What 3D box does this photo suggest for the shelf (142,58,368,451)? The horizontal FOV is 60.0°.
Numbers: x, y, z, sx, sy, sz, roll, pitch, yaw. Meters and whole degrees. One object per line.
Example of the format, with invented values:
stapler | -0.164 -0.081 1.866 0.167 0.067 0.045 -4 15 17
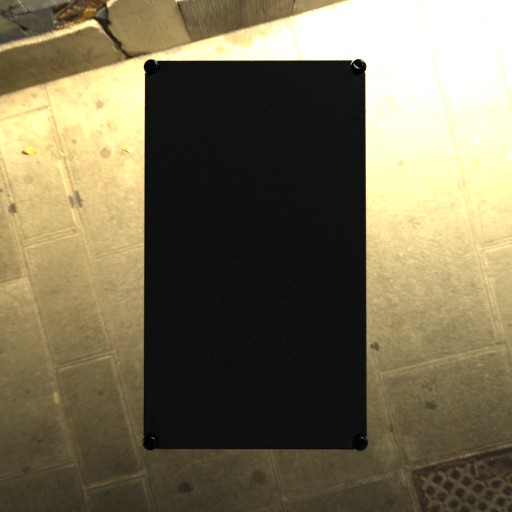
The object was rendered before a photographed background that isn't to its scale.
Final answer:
shelf | 0.000 0.000 0.942 0.338 0.564 0.589 0 89 0
